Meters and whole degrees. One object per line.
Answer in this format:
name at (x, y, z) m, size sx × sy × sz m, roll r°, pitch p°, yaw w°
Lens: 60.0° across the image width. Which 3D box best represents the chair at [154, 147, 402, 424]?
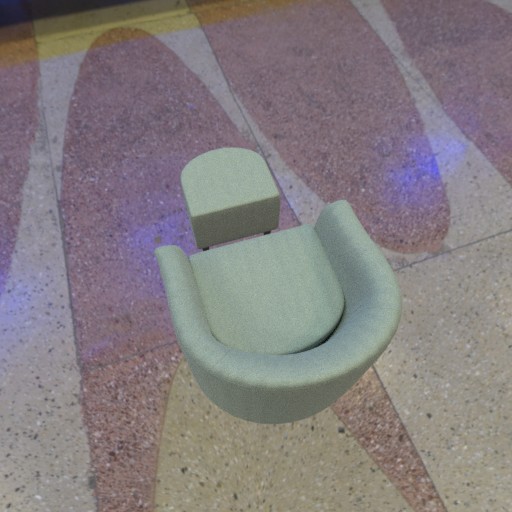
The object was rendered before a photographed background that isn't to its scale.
chair at (0.000, 0.000, 1.797) m, size 0.756 × 0.757 × 1.288 m, roll -15°, pitch 60°, yaw -9°
